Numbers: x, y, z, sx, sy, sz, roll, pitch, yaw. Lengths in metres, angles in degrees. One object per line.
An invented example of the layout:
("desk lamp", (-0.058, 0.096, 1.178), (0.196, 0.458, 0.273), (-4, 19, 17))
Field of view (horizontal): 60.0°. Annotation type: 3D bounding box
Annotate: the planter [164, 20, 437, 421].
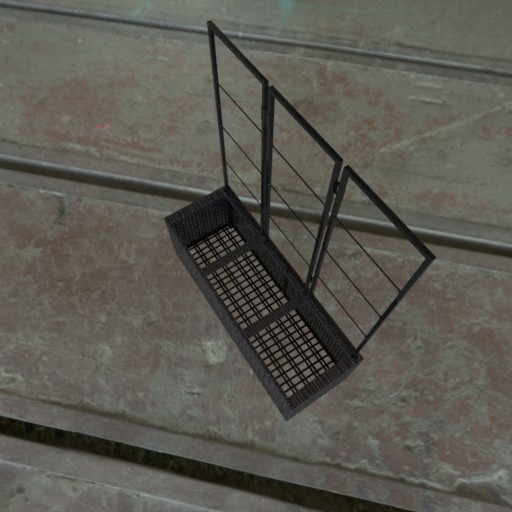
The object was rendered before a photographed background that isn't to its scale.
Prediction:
("planter", (0.000, 0.000, 1.146), (0.244, 0.841, 0.699), (-31, 67, -15))
